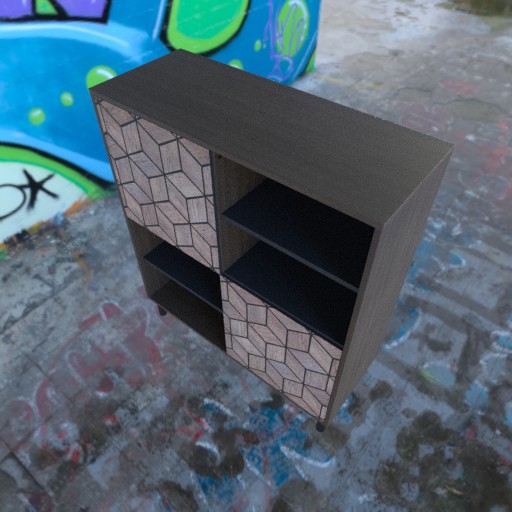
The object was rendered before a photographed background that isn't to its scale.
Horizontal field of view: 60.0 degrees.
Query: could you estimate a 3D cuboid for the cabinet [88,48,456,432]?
[{"bbox_3d":[0.000,0.000,1.685,1.010,1.170,0.400,30,53,26],"label":"cabinet"}]
